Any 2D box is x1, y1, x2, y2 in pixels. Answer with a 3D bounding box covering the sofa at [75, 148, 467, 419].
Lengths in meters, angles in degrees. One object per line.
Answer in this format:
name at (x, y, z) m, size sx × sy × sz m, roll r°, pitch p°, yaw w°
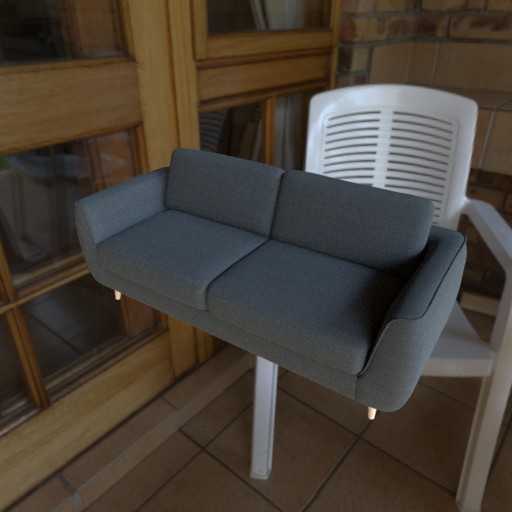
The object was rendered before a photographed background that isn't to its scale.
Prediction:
sofa at (0.000, 0.000, 2.427) m, size 2.000 × 0.850 × 0.920 m, roll 18°, pitch 34°, yaw 29°
